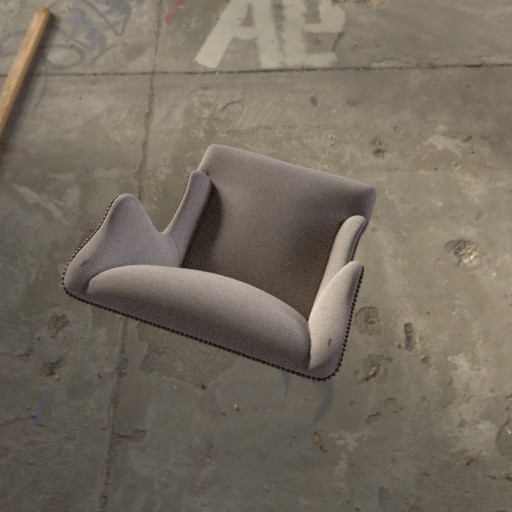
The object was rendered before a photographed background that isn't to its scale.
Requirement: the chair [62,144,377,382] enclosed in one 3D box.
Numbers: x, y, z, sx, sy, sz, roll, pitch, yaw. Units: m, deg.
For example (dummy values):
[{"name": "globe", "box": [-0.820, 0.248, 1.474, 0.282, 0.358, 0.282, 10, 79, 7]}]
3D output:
[{"name": "chair", "box": [0.000, 0.000, 1.616, 0.737, 1.029, 0.940, 17, 65, 8]}]
